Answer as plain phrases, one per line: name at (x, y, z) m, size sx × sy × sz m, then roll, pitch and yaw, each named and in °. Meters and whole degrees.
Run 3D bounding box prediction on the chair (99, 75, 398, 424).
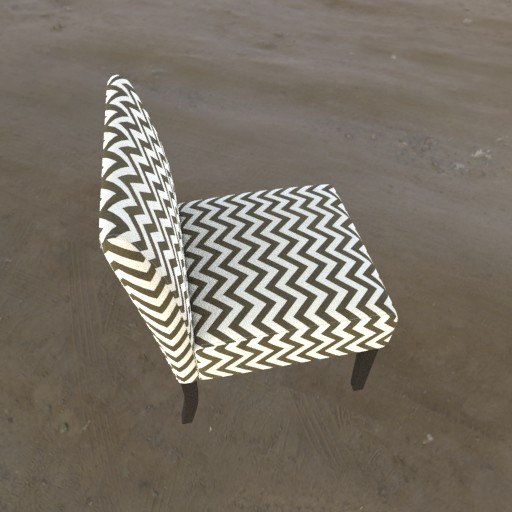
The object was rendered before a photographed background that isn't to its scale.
chair at (0.000, 0.000, 1.248) m, size 0.648 × 0.838 × 0.589 m, roll -8°, pitch 48°, yaw -8°
